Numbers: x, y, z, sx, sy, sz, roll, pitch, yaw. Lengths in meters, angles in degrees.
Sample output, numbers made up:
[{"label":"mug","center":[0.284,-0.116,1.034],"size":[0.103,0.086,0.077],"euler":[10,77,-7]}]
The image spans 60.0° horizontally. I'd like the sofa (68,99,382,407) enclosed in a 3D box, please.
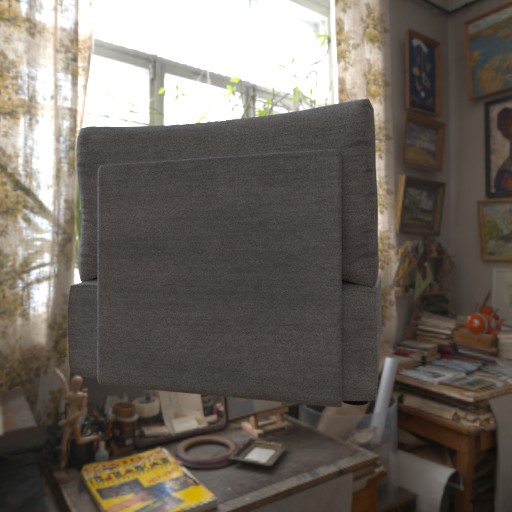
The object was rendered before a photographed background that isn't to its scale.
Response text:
[{"label":"sofa","center":[0.000,0.000,1.719],"size":[0.930,0.820,1.000],"euler":[0,0,16]}]
